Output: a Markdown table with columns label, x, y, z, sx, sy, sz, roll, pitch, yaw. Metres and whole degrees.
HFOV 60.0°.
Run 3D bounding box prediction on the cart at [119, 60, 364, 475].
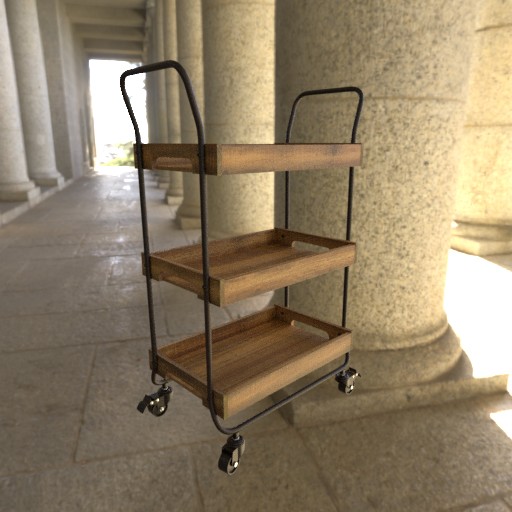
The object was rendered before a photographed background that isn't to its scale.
| label | x | y | z | sx | sy | sz | roll | pitch | yaw |
| --- | --- | --- | --- | --- | --- | --- | --- | --- | --- |
| cart | 0.000 | 0.000 | 1.146 | 0.583 | 0.857 | 0.339 | -14 | 20 | -42 |
